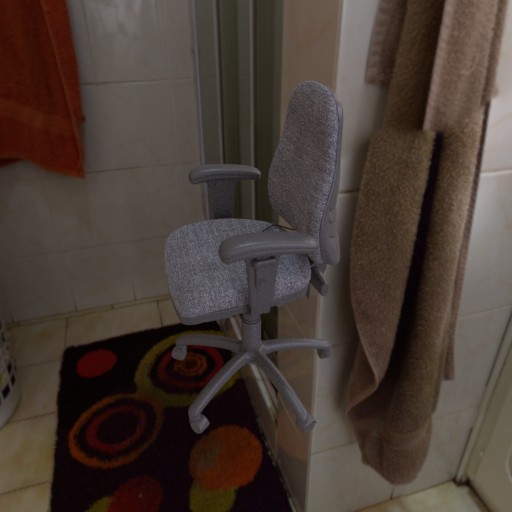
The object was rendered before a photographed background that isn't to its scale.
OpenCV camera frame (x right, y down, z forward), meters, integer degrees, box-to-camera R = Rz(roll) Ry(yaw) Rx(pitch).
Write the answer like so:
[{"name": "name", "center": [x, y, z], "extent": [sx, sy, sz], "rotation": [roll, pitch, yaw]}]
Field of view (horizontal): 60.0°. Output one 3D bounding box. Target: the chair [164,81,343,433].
[{"name": "chair", "center": [0.000, 0.000, 1.252], "extent": [0.530, 0.910, 0.550], "rotation": [-8, 32, -13]}]
